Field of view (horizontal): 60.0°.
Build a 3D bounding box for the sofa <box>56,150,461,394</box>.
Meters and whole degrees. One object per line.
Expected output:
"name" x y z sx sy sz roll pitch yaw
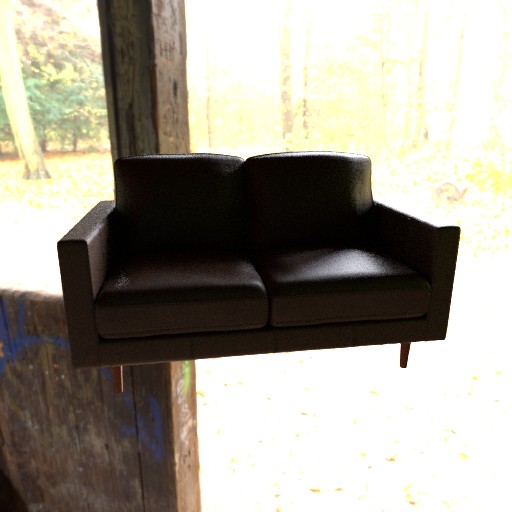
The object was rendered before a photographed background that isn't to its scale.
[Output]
"sofa" 0.000 0.000 2.142 1.578 0.951 0.909 -3 17 -9
